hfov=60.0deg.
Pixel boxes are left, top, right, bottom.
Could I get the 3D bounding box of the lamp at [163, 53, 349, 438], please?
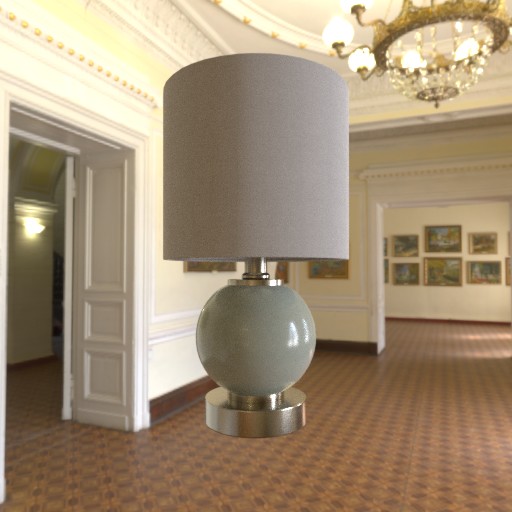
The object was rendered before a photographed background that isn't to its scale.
[{"bbox_3d":[0.000,0.000,0.484,0.201,0.353,0.201,-1,-2,36],"label":"lamp"}]
